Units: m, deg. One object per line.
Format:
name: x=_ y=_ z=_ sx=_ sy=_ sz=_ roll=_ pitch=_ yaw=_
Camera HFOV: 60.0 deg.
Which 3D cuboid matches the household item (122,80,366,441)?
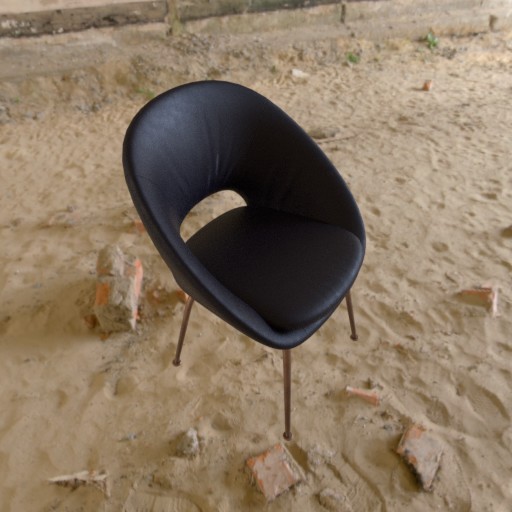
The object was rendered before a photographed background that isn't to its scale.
household item: x=0.000 y=0.000 z=1.285 sx=0.573 sy=0.852 sz=0.623 roll=25 pitch=47 yaw=26
